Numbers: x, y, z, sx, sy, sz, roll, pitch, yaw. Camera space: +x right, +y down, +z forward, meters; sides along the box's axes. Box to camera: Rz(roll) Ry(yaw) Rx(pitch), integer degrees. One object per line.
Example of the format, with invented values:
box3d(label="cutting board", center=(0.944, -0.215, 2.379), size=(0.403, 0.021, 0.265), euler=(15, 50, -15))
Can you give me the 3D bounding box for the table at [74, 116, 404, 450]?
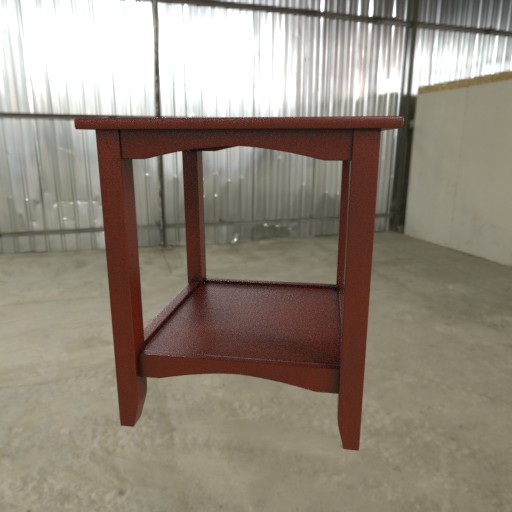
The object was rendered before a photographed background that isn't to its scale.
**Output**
box3d(label="table", center=(0.000, 0.000, 0.970), size=(0.522, 0.558, 0.523), euler=(3, 15, 11))
